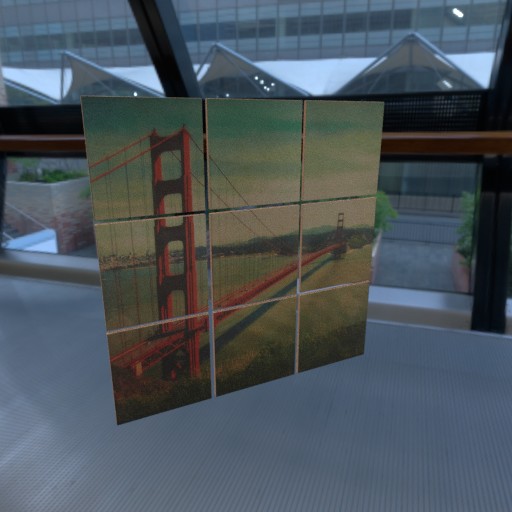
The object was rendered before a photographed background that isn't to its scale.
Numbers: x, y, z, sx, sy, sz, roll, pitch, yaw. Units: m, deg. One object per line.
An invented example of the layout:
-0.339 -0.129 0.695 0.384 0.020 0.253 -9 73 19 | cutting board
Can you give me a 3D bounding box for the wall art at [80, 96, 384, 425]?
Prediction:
0.000 0.000 1.366 0.917 0.910 0.012 -8 19 -25 | wall art
